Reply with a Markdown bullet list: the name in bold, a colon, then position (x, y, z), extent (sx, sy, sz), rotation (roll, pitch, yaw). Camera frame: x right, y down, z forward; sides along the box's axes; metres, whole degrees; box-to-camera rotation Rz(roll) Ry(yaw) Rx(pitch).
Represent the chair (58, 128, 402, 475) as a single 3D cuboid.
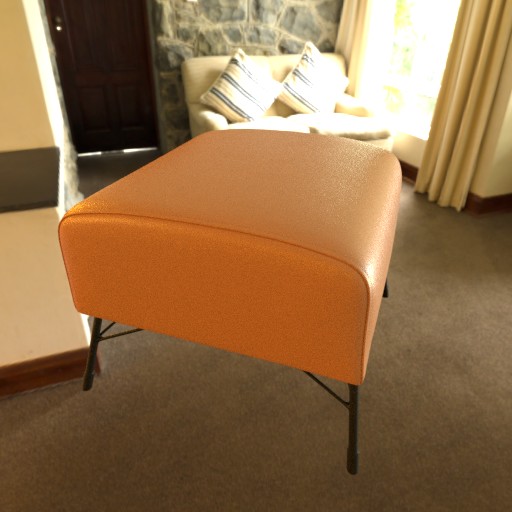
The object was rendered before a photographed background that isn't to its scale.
- **chair**: position (0.000, 0.000, 0.889), extent (0.530, 0.410, 0.530), rotation (10, 31, 17)
